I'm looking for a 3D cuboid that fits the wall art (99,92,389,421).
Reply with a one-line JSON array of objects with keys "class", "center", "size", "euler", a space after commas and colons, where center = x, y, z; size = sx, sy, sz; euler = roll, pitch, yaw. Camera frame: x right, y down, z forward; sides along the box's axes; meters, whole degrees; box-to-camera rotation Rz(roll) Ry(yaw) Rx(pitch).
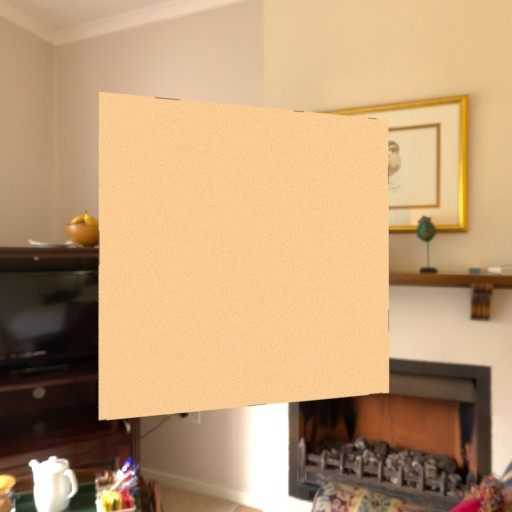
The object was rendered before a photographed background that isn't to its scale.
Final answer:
[{"class": "wall art", "center": [0.000, 0.000, 0.666], "size": [0.446, 0.445, 0.014], "euler": [0, 0, -16]}]
